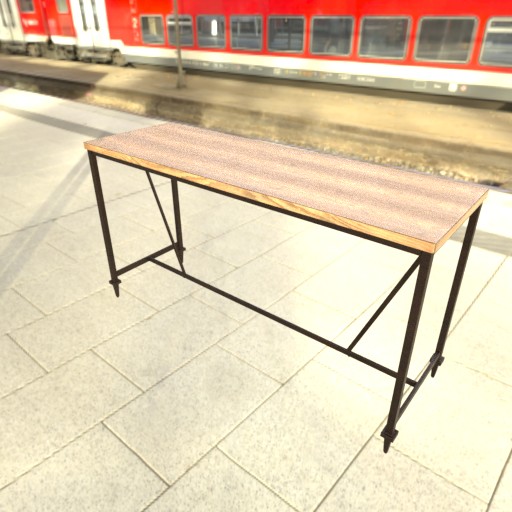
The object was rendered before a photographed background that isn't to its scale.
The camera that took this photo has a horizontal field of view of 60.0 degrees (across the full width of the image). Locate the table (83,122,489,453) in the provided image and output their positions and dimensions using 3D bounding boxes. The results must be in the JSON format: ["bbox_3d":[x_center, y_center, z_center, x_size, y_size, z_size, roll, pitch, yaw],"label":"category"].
[{"bbox_3d":[0.000,0.000,2.073,1.700,0.902,0.551,21,35,33],"label":"table"}]
